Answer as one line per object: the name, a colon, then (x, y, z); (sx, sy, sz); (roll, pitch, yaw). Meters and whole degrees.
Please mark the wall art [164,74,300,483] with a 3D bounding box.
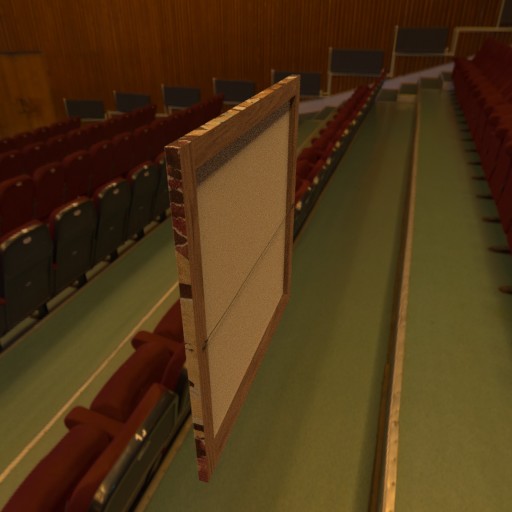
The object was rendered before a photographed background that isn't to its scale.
wall art: (0.000, 0.000, 1.122); (0.028, 0.762, 0.757); (9, 31, 15)
